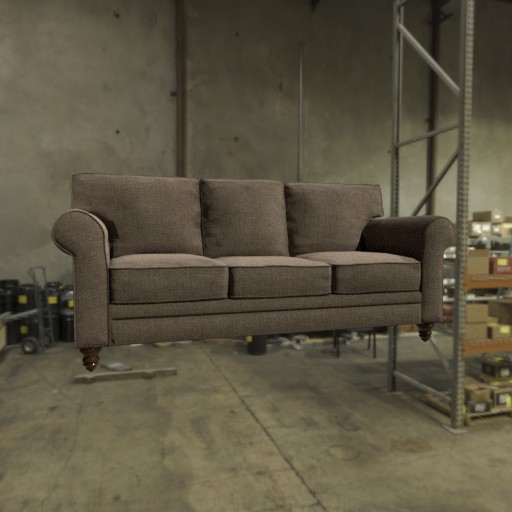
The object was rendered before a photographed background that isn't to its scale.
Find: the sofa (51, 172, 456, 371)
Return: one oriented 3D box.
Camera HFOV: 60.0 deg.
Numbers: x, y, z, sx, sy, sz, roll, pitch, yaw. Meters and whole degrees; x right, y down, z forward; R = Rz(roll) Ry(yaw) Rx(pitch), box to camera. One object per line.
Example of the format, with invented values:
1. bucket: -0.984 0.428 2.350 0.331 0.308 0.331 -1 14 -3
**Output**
1. sofa: 0.000 0.000 2.562 2.084 0.961 0.916 -1 3 -18
